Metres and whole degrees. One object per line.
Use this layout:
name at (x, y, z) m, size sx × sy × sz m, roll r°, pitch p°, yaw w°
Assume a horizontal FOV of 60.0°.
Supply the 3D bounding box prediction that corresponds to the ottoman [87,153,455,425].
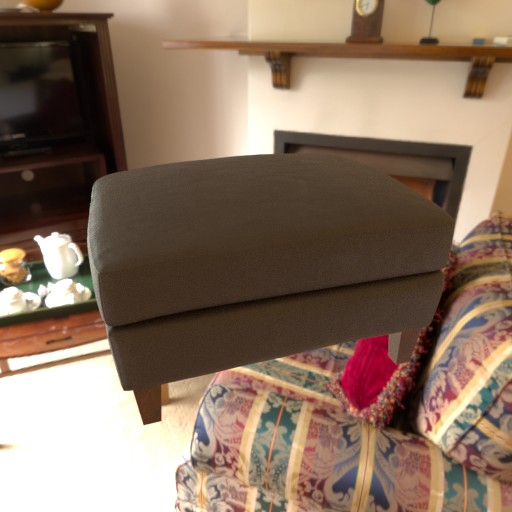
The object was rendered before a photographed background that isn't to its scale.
ottoman at (0.000, 0.000, 1.309) m, size 0.887 × 0.529 × 0.659 m, roll -8°, pitch 29°, yaw -16°
